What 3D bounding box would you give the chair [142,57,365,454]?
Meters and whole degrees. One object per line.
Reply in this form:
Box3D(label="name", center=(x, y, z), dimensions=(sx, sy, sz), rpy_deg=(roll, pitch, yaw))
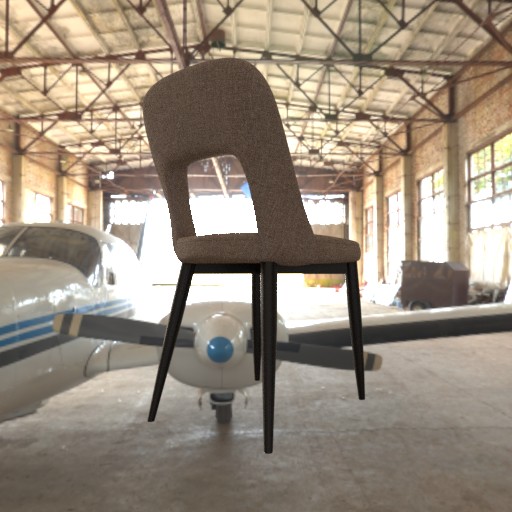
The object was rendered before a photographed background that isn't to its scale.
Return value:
Box3D(label="chair", center=(0.000, 0.000, 1.322), dimensions=(0.470, 0.931, 0.612), rpy_deg=(-1, -2, 36))
